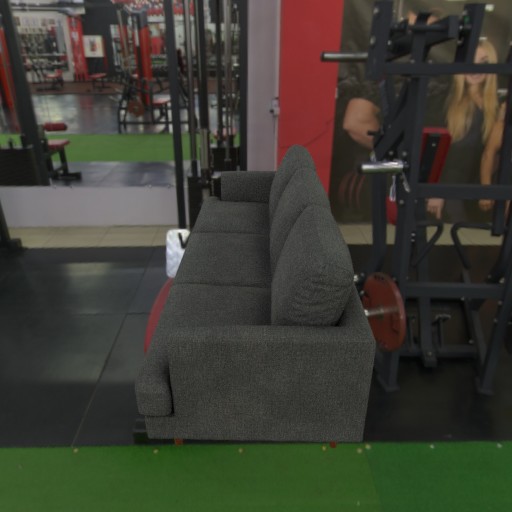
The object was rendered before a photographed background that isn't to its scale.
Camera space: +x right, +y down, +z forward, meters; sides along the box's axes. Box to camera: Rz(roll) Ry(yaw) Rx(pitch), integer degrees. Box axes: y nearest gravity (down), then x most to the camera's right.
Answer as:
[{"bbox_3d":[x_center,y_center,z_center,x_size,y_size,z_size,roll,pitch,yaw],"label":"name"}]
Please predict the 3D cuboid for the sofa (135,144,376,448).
[{"bbox_3d":[0.000,0.000,2.650,0.903,0.930,2.246,1,26,1],"label":"sofa"}]
